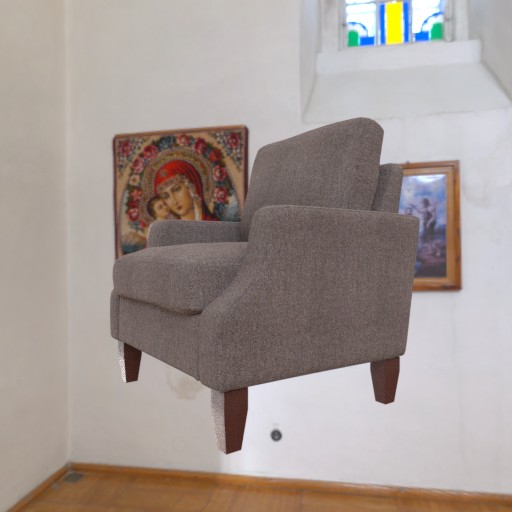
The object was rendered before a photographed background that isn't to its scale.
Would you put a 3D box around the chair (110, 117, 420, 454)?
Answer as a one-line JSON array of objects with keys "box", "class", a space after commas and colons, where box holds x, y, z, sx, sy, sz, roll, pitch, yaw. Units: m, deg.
[{"box": [0.000, 0.000, 1.653, 0.897, 0.993, 0.855, -1, 1, -35], "class": "chair"}]
